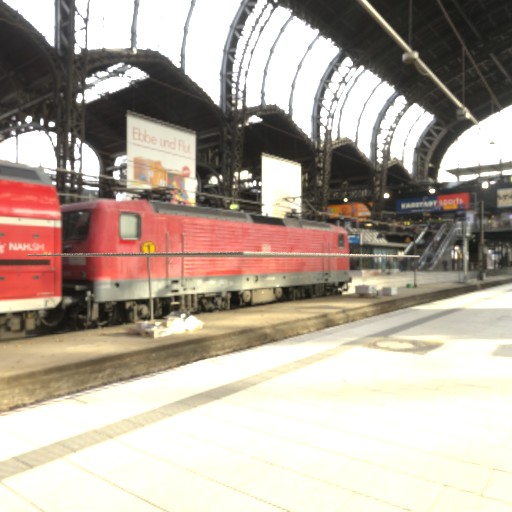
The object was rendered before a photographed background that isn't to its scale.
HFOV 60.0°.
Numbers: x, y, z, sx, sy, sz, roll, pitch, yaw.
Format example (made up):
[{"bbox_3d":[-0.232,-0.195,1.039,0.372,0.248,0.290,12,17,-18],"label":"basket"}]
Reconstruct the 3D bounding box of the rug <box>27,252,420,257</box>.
[{"bbox_3d":[0.000,0.000,2.307,1.175,0.008,1.783,0,-1,35],"label":"rug"}]
